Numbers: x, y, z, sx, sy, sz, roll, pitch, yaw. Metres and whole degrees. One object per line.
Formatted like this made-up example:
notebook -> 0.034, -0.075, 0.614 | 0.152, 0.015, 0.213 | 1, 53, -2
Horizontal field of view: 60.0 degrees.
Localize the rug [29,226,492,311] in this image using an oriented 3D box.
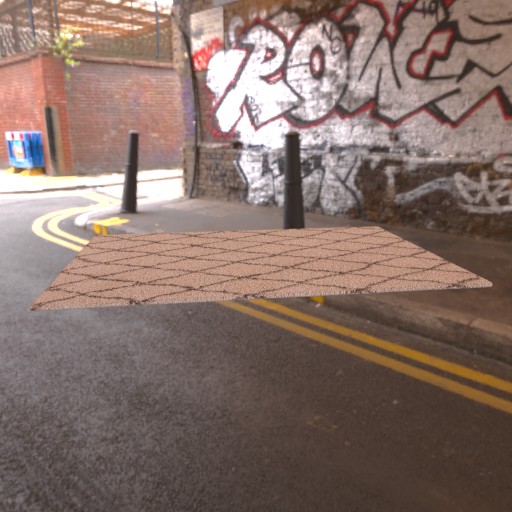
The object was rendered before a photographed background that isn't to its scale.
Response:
rug -> 0.000, 0.000, 3.423 | 2.743, 0.030, 1.778 | -2, 16, -8
